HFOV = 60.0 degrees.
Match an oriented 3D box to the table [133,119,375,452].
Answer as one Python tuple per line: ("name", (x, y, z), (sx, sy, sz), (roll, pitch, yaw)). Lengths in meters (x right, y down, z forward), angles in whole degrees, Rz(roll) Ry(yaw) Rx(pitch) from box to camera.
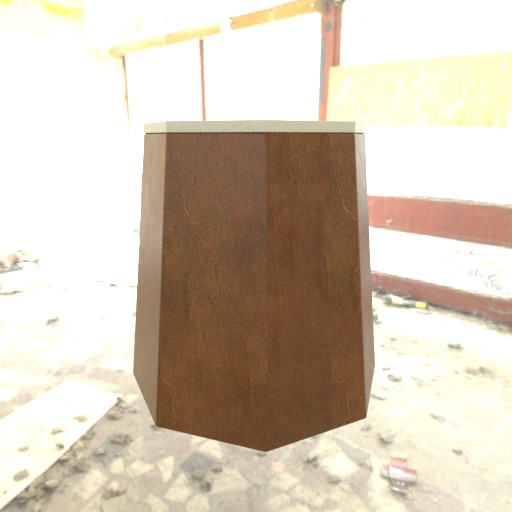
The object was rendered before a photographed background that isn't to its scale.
("table", (0.000, 0.000, 0.799), (0.439, 0.457, 0.439), (-8, 17, -27))
